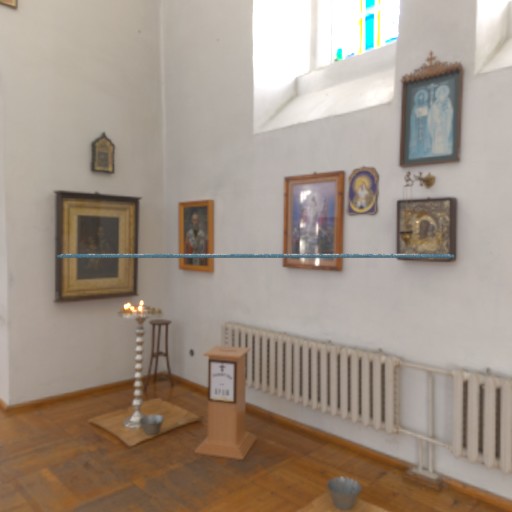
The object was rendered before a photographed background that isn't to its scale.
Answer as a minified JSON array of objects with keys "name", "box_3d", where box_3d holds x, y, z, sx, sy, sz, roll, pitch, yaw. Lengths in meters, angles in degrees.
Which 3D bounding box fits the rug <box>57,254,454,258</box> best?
[{"name":"rug","box_3d":[0.000,0.000,3.393,1.816,0.018,2.746,0,0,0]}]
